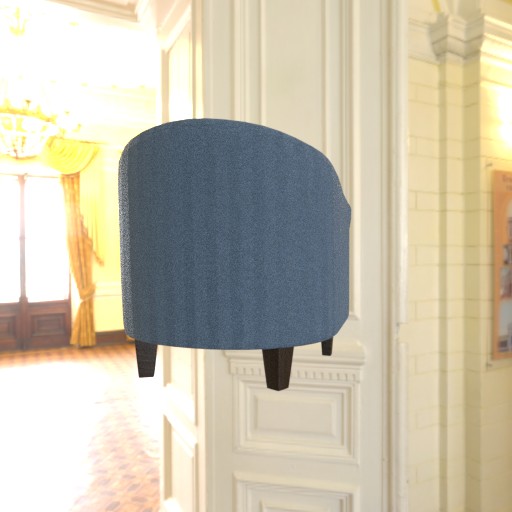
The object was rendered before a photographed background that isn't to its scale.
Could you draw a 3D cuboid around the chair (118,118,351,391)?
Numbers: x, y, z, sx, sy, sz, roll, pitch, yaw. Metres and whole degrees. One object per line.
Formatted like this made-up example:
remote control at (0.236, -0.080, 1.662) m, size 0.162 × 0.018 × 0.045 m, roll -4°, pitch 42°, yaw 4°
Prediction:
chair at (0.000, 0.000, 1.802) m, size 0.756 × 0.757 × 1.288 m, roll 0°, pitch 1°, yaw 17°
